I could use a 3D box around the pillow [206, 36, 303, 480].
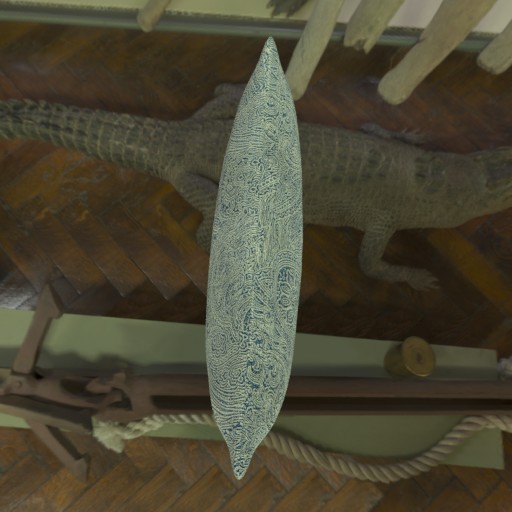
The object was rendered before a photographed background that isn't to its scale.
[{"bbox_3d":[0.000,0.000,0.731,0.151,0.295,0.615,4,75,1],"label":"pillow"}]
